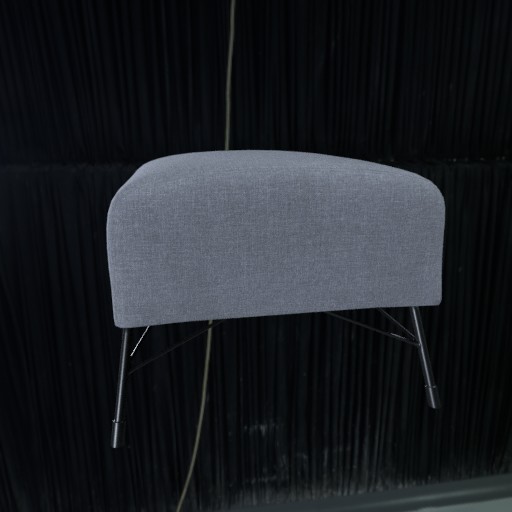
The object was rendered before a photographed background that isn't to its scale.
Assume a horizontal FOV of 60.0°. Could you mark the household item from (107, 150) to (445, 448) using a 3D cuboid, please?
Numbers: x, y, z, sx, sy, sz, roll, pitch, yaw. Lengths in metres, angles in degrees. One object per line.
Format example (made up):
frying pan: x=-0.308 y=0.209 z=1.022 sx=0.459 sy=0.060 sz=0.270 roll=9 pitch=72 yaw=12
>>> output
household item: x=0.000 y=0.000 z=0.886 sx=0.530 sy=0.410 sz=0.530 roll=-3 pitch=15 yaw=-10
